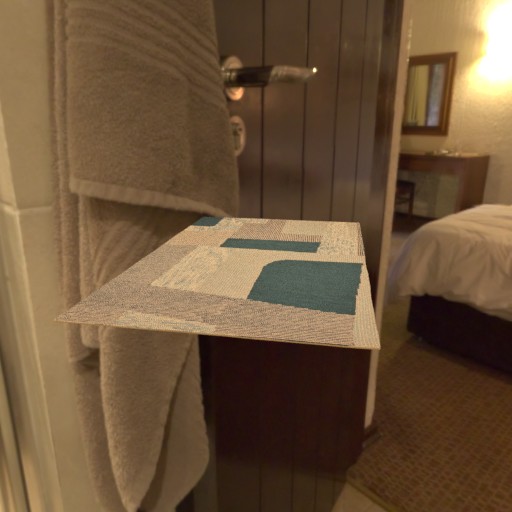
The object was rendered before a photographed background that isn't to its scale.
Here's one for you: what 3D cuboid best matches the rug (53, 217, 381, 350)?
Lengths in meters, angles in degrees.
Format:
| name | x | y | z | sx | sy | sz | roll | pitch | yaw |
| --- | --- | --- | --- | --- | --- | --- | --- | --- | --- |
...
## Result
| name | x | y | z | sx | sy | sz | roll | pitch | yaw |
| --- | --- | --- | --- | --- | --- | --- | --- | --- | --- |
| rug | 0.000 | 0.000 | 3.129 | 1.521 | 0.015 | 2.436 | 3 | 17 | 10 |
